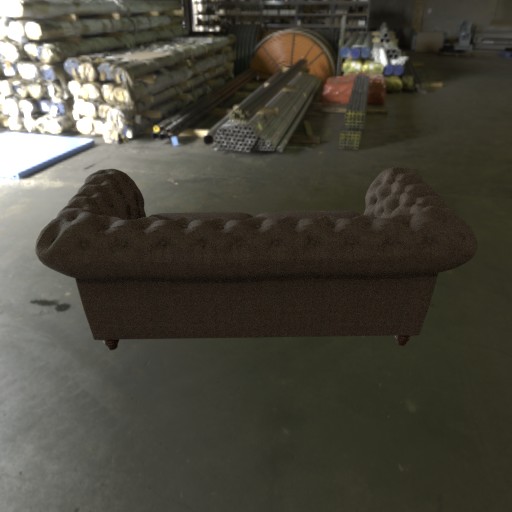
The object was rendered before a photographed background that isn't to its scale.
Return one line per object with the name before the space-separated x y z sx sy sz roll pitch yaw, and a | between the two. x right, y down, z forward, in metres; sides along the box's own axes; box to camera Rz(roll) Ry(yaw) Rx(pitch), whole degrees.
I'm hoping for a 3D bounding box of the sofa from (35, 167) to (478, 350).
sofa | 0.000 0.000 2.481 2.048 0.780 0.944 -1 30 -1
